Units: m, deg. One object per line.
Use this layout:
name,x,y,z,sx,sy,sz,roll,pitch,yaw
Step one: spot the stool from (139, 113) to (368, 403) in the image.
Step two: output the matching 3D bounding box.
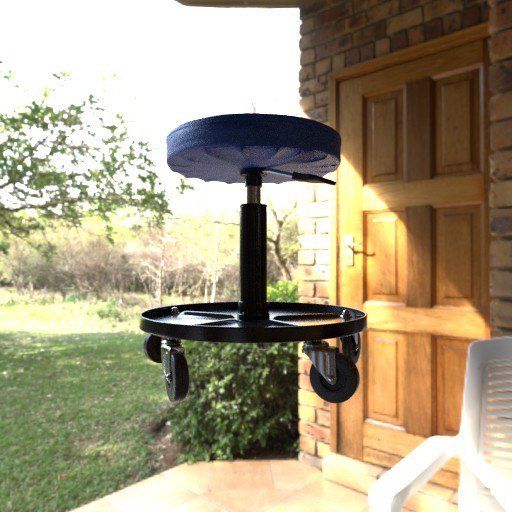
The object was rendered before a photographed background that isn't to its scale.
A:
stool,0.000,0.000,0.689,0.382,0.365,0.381,-1,-1,36
